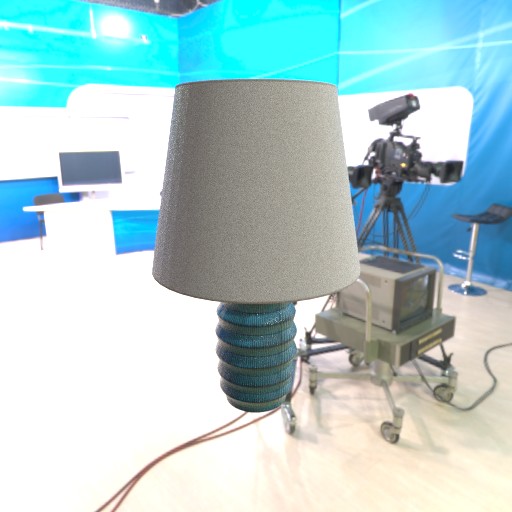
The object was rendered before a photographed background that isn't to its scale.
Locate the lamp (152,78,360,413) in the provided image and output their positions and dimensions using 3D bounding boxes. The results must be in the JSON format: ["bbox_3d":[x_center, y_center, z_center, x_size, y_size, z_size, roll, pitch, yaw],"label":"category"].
[{"bbox_3d":[0.000,0.000,0.550,0.254,0.392,0.254,0,16,0],"label":"lamp"}]
